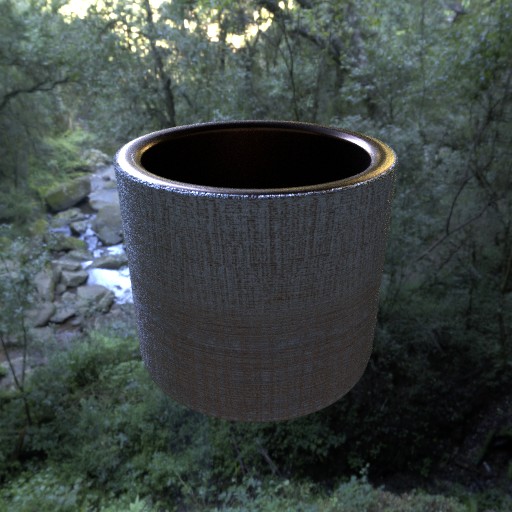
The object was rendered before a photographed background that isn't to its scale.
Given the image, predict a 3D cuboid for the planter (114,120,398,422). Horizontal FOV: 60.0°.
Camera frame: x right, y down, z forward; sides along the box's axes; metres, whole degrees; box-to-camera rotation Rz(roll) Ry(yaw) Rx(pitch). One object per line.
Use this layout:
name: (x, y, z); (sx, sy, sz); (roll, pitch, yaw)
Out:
planter: (0.000, 0.000, 0.194); (0.109, 0.096, 0.109); (0, 28, 0)
